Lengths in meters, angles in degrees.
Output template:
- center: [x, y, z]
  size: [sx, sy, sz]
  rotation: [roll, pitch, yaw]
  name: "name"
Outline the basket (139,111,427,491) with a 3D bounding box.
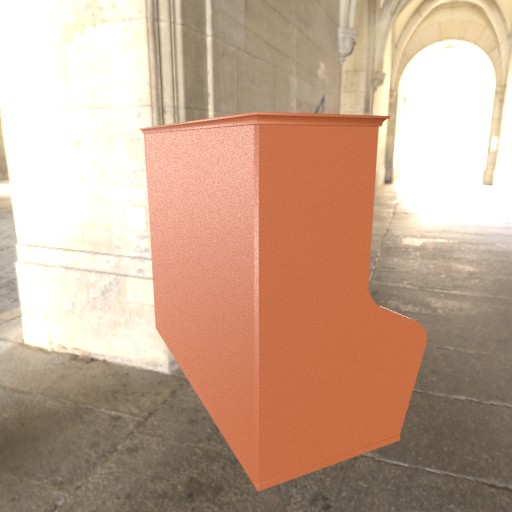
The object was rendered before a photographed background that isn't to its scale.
- center: [0.000, 0.000, 1.098]
  size: [0.376, 0.625, 0.792]
  rotation: [-7, 16, -24]
  name: "basket"
